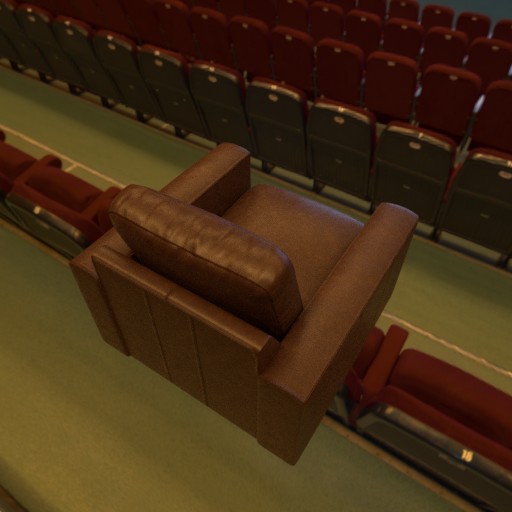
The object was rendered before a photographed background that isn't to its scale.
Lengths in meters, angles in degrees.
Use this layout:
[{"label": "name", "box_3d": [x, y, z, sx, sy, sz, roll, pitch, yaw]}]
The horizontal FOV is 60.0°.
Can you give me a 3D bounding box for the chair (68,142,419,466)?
[{"label": "chair", "box_3d": [0.000, 0.000, 1.817, 1.005, 0.873, 1.016, 26, 52, 22]}]
